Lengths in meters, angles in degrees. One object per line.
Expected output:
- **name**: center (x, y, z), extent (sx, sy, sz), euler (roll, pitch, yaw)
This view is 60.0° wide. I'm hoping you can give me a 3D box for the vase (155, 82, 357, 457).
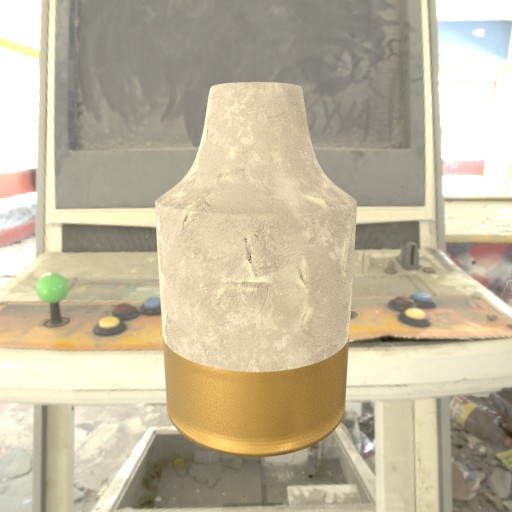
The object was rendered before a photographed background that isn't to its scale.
- **vase**: center (0.000, 0.000, 0.426), extent (0.184, 0.305, 0.184), euler (0, 15, 0)
